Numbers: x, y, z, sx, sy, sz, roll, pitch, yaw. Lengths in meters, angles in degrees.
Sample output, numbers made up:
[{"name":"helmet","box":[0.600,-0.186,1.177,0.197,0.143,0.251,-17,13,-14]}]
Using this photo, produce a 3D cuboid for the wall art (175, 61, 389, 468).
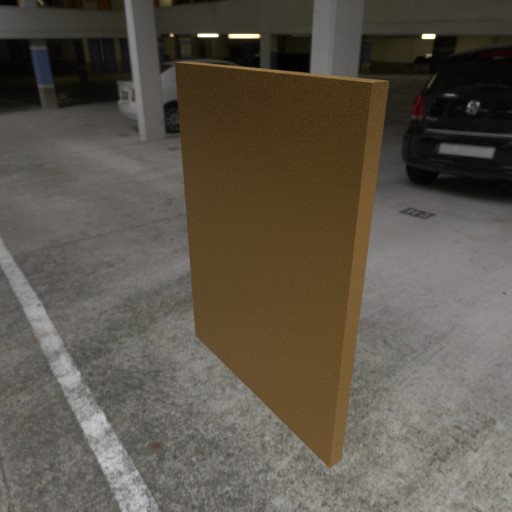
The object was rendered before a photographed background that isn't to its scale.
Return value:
[{"name":"wall art","box":[0.000,0.000,1.043,0.038,0.812,0.610,-18,32,-32]}]
